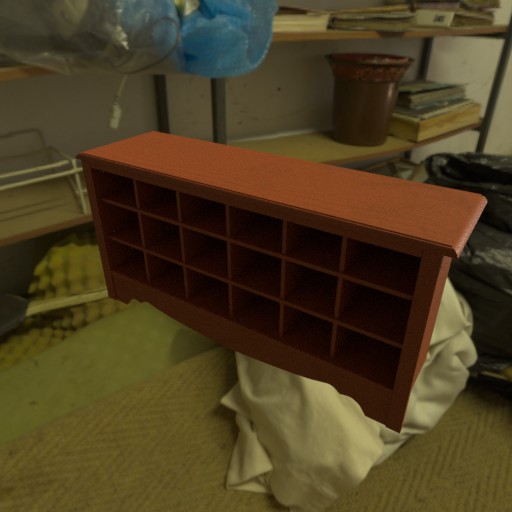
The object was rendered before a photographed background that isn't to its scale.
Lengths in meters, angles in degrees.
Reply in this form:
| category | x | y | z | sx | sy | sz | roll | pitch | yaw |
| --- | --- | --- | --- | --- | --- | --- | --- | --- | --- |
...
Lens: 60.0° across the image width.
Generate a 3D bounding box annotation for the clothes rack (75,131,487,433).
| category | x | y | z | sx | sy | sz | roll | pitch | yaw |
| --- | --- | --- | --- | --- | --- | --- | --- | --- | --- |
| clothes rack | 0.000 | 0.000 | 1.498 | 1.251 | 0.594 | 0.362 | 18 | 35 | 28 |
